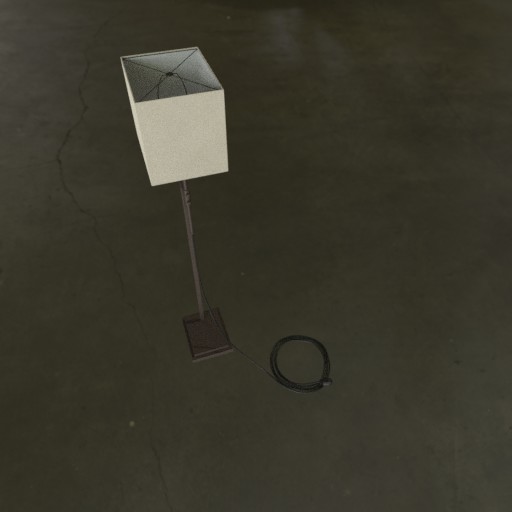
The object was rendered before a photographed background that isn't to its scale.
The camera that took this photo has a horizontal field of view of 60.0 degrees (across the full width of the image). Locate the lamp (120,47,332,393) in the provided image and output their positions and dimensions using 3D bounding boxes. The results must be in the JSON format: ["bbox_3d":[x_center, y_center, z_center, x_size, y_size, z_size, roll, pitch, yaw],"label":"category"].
[{"bbox_3d":[0.000,0.000,1.998,0.774,1.600,0.698,-14,48,-13],"label":"lamp"}]
